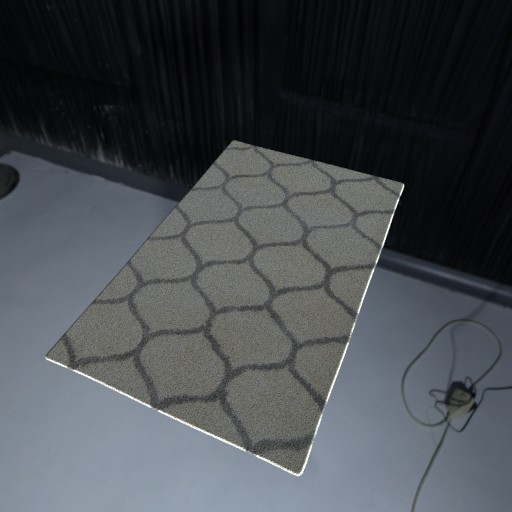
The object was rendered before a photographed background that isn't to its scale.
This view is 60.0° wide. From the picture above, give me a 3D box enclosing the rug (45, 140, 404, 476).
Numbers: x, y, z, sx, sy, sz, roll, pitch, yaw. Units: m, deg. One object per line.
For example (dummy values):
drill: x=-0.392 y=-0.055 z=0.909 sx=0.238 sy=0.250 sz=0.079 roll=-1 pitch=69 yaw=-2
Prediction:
rug: x=0.000 y=0.000 z=2.954 sx=1.501 sy=0.024 sz=2.348 roll=18 pitch=50 yaw=16
